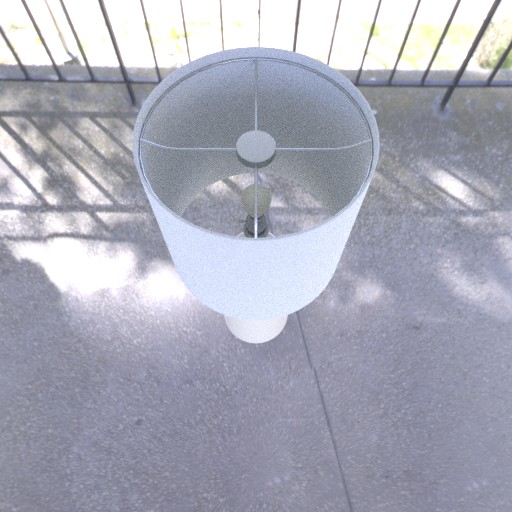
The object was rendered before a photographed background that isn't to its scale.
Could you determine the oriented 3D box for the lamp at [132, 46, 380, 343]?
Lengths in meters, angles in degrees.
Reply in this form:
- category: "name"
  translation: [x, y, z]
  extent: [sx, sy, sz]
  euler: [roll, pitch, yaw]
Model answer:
- category: "lamp"
  translation: [0.000, 0.000, 0.603]
  extent: [0.212, 0.493, 0.212]
  euler: [0, 64, 0]
